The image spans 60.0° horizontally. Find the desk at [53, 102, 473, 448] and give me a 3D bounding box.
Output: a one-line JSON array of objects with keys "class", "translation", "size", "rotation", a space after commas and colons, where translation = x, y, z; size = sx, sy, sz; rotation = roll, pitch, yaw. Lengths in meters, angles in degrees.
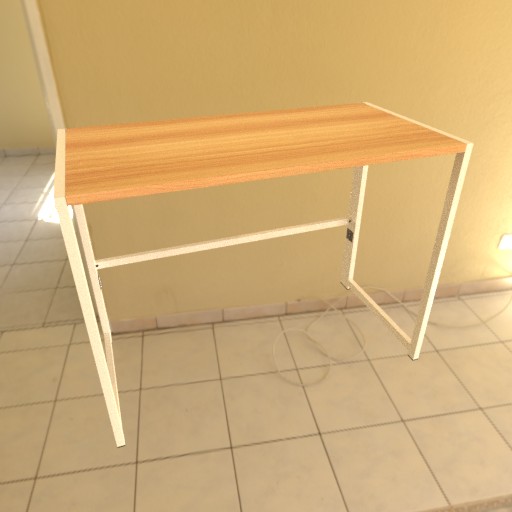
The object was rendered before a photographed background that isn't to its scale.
[{"class": "desk", "translation": [0.000, 0.000, 1.397], "size": [1.016, 0.762, 0.508], "rotation": [-11, 33, -17]}]
